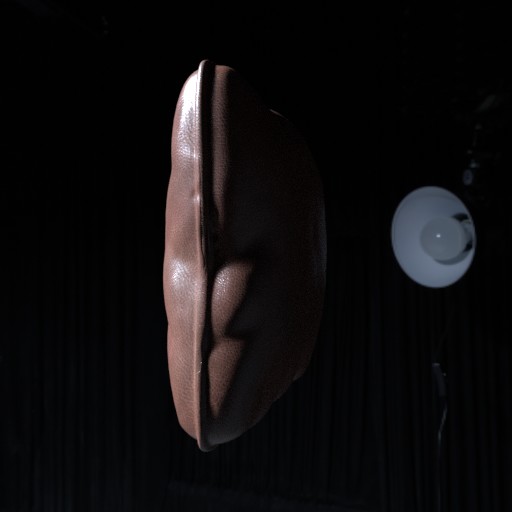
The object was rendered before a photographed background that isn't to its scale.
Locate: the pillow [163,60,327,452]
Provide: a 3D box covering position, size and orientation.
[{"bbox_3d":[0.000,0.000,0.803,0.236,0.523,0.532,0,1,17],"label":"pillow"}]
